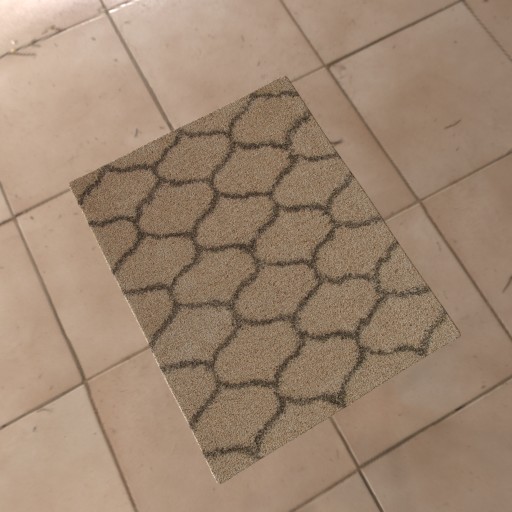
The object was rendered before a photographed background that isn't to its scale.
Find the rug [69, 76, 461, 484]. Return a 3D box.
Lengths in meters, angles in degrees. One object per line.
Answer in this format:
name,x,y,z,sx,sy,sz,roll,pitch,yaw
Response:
rug,0.000,0.000,4.014,2.399,0.026,3.000,-29,77,-7
